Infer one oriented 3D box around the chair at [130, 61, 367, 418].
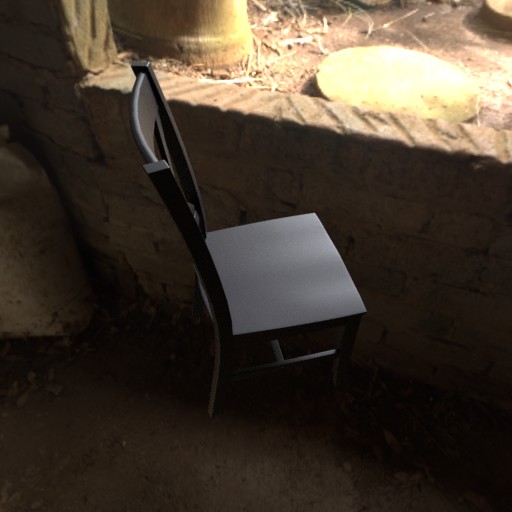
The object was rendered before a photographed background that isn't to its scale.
[{"bbox_3d":[0.000,0.000,1.297,0.542,0.983,0.485,-10,46,-10],"label":"chair"}]
